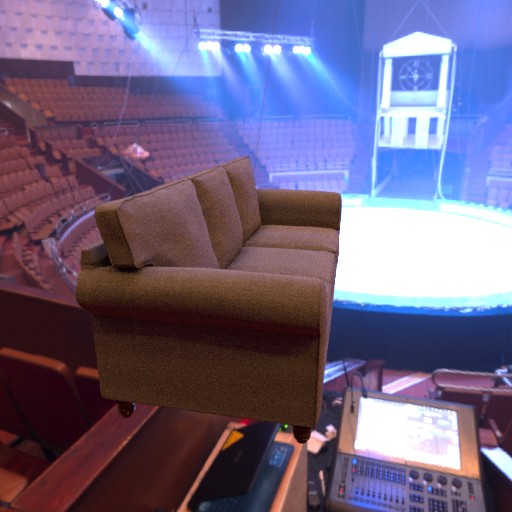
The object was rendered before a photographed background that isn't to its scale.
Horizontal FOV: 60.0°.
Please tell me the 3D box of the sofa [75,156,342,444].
[{"bbox_3d":[0.000,0.000,2.520,0.916,0.961,2.084,4,18,12],"label":"sofa"}]
